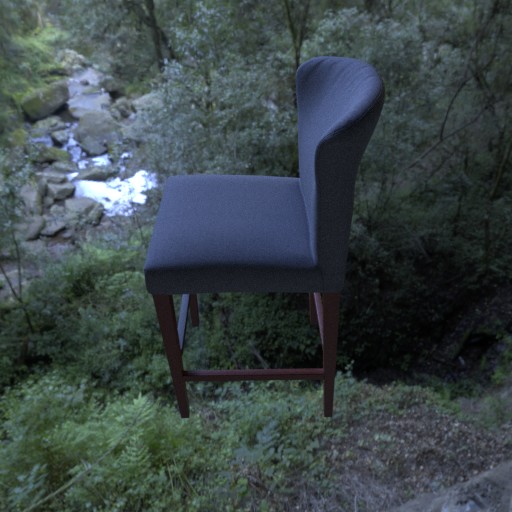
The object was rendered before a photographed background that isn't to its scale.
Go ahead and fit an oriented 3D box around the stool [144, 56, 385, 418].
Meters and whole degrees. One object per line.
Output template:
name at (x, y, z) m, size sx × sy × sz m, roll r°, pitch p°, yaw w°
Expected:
stool at (0.000, 0.000, 1.331) m, size 0.568 × 1.069 × 0.481 m, roll -1°, pitch 40°, yaw -1°
